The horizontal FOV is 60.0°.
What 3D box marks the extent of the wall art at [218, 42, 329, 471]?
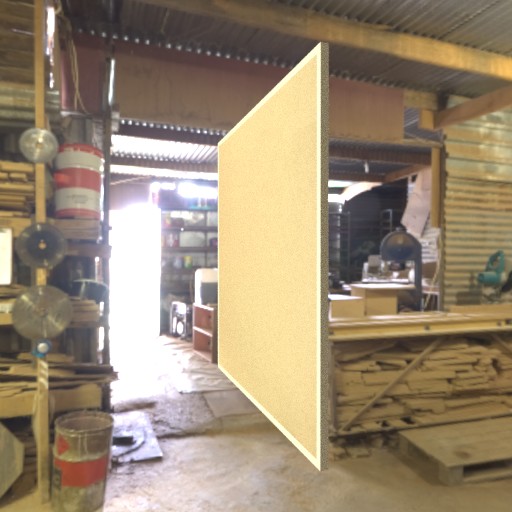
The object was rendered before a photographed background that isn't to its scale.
[{"bbox_3d":[0.000,0.000,0.841,0.012,0.557,0.557,0,0,-19],"label":"wall art"}]
